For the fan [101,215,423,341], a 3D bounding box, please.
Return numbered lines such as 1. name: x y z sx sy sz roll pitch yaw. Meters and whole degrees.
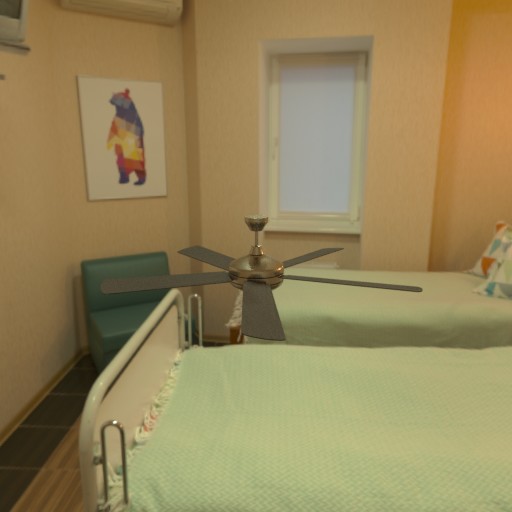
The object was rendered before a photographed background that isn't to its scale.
1. fan: 0.000 0.000 1.987 1.321 0.356 1.321 -7 15 -26
